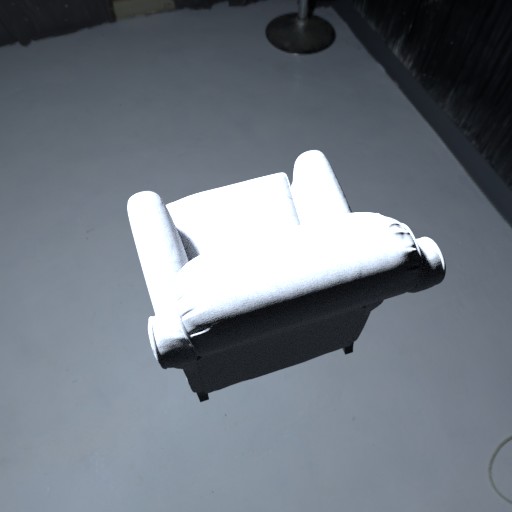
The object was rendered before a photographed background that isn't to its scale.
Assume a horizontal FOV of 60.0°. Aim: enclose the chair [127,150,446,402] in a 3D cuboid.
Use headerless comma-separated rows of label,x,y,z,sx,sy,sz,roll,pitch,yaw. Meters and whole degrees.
chair,0.000,0.000,1.702,0.859,1.046,0.919,-16,60,-9
